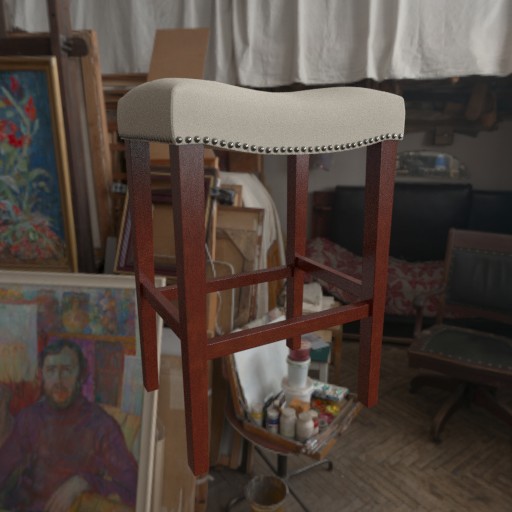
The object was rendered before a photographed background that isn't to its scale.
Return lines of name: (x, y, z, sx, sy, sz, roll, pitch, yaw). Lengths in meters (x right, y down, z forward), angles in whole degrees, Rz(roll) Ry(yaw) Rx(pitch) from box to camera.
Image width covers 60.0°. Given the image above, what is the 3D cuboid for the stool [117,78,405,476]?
stool: (0.000, 0.000, 1.026, 0.504, 0.742, 0.372, -9, 19, -28)
